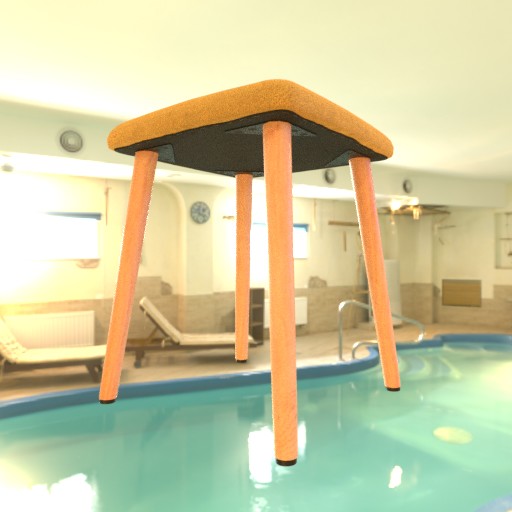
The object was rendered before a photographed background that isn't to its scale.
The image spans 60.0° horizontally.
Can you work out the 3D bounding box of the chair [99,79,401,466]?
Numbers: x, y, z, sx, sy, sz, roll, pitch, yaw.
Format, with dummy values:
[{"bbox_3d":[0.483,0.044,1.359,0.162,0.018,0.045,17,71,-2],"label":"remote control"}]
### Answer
[{"bbox_3d":[0.000,0.000,0.700,0.350,0.440,0.350,0,0,37],"label":"chair"}]
